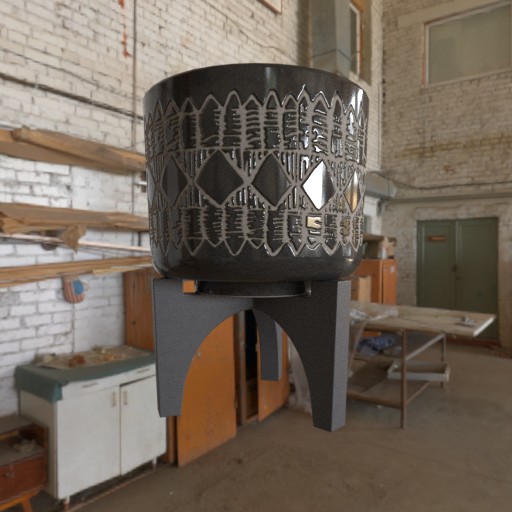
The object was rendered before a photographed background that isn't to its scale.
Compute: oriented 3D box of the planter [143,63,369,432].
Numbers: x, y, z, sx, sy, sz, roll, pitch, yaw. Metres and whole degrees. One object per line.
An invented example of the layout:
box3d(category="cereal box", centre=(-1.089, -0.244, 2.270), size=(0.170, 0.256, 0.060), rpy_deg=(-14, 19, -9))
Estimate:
box3d(category="planter", centre=(0.000, 0.000, 0.397), size=(0.196, 0.264, 0.196), rpy_deg=(0, 1, -18))
